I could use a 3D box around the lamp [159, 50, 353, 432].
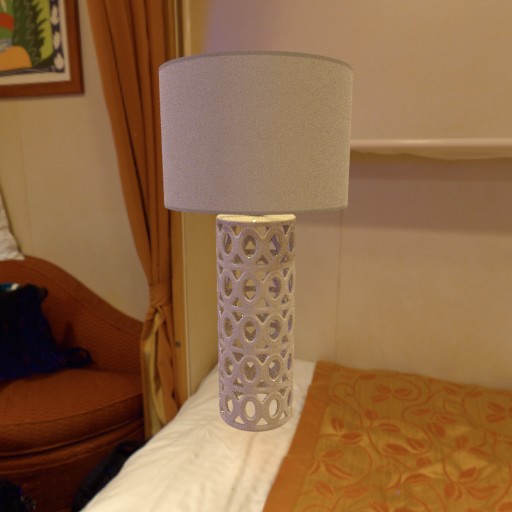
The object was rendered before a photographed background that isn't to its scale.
[{"bbox_3d":[0.000,0.000,0.823,0.324,0.636,0.325,-6,13,-27],"label":"lamp"}]
